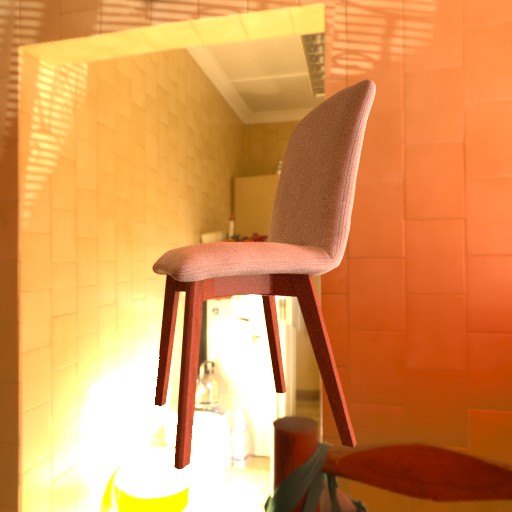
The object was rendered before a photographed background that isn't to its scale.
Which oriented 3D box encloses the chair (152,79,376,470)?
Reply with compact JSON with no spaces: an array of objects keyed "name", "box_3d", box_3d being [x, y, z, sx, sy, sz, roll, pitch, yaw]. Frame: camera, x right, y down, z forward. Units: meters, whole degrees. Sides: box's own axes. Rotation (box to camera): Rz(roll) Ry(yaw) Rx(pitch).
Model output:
[{"name":"chair","box_3d":[0.000,0.000,1.315,0.563,0.974,0.522,0,-1,-19]}]
